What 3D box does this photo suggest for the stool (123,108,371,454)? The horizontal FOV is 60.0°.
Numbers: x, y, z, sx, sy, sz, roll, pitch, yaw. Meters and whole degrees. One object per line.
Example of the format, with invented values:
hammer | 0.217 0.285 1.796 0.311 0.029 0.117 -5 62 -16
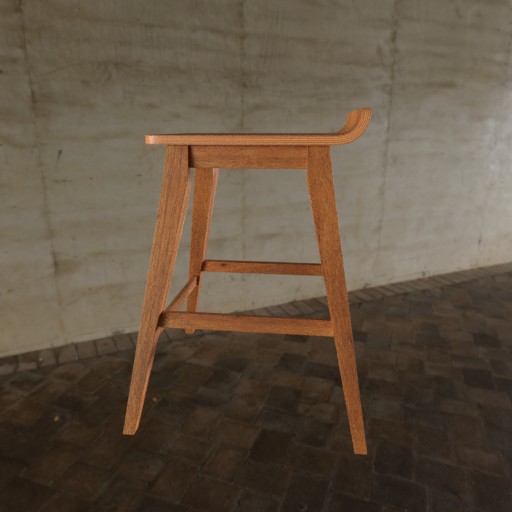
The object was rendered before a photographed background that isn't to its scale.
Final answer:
stool | 0.000 0.000 1.047 0.500 0.650 0.500 2 16 7
